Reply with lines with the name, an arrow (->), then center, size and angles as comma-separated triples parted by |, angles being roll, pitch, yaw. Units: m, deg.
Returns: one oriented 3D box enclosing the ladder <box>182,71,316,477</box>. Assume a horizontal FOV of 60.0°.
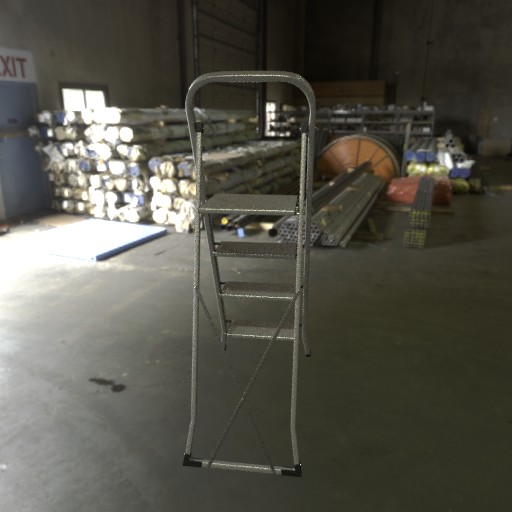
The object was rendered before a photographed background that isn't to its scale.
ladder -> 0.000, 0.000, 1.706 | 0.465, 1.290, 0.830 | 2, 18, 7
